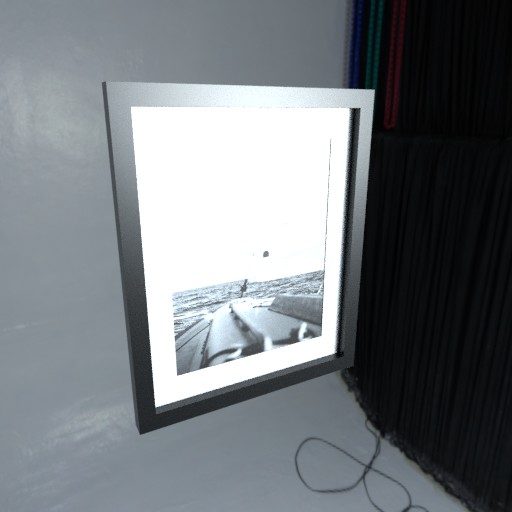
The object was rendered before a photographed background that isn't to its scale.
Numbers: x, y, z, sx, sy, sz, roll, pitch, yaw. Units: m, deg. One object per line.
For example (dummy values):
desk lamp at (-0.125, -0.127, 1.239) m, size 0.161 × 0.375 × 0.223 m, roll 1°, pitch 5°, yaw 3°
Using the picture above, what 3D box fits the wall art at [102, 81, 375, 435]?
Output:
wall art at (0.000, 0.000, 0.781) m, size 0.461 × 0.558 × 0.031 m, roll -9°, pitch 20°, yaw -27°
